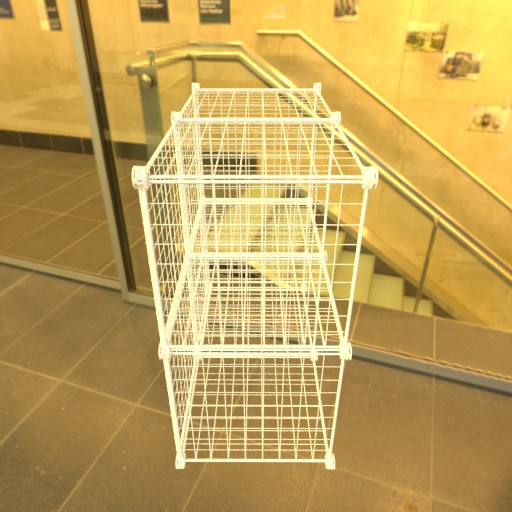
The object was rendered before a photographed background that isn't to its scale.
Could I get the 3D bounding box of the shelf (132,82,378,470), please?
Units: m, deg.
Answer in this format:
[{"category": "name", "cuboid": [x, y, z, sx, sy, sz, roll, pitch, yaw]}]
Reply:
[{"category": "shelf", "cuboid": [0.000, 0.000, 1.120, 0.356, 0.711, 0.711, 0, 31, 0]}]
